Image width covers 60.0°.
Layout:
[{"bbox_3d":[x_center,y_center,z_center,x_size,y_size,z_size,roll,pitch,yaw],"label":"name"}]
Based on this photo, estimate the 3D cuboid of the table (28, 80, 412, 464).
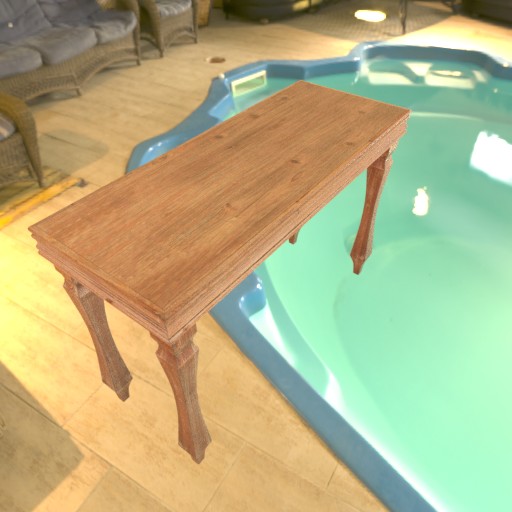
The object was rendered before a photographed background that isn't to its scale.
[{"bbox_3d":[0.000,0.000,1.747,0.522,0.873,1.330,27,48,27],"label":"table"}]
